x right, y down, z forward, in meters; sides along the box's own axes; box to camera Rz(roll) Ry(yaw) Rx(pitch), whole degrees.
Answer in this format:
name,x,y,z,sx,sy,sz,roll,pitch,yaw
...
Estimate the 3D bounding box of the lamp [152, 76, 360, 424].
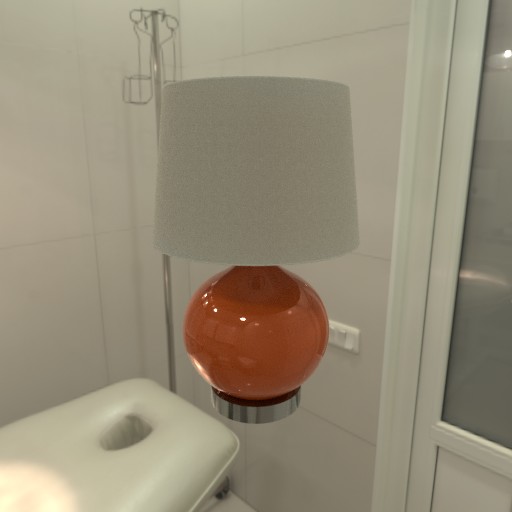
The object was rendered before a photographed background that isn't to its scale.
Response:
name,x,y,z,sx,sy,sz,roll,pitch,yaw
lamp,0.000,0.000,0.544,0.247,0.387,0.247,0,14,0
